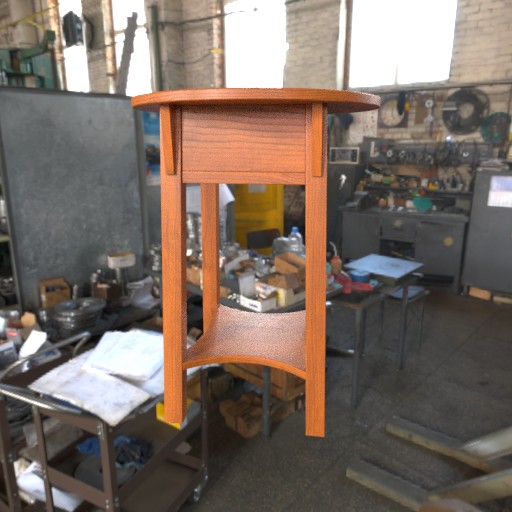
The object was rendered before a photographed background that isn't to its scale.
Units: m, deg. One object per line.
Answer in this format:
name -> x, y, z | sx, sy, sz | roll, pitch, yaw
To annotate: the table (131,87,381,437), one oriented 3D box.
table -> 0.000, 0.000, 0.920 | 0.457, 0.610, 0.457 | 0, 15, 0
